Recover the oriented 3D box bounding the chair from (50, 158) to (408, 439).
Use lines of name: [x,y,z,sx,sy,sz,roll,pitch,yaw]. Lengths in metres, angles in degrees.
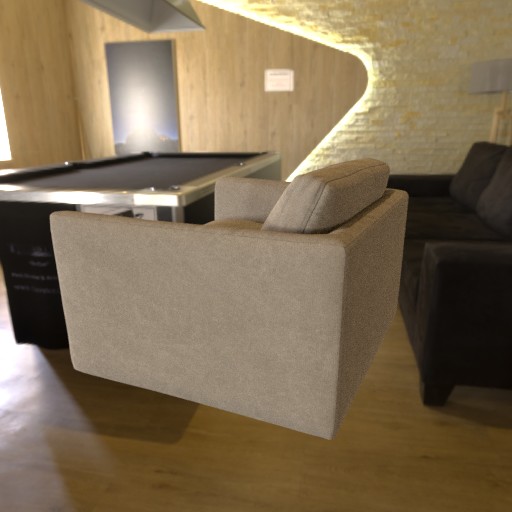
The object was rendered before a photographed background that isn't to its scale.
chair: [0.000,0.000,1.908,1.091,0.845,1.190,8,19,26]
